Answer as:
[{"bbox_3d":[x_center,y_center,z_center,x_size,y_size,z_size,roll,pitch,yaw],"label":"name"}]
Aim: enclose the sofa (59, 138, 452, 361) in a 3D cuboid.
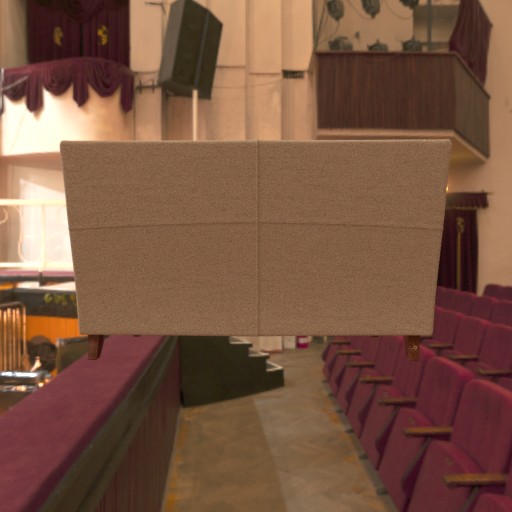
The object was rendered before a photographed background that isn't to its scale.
[{"bbox_3d":[0.000,0.000,2.102,1.482,0.892,0.891,0,0,1],"label":"sofa"}]
